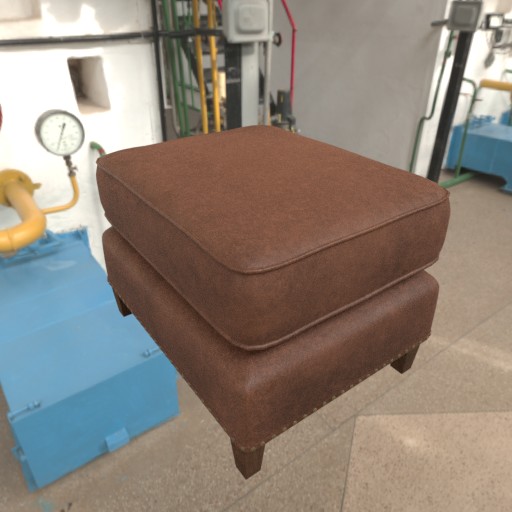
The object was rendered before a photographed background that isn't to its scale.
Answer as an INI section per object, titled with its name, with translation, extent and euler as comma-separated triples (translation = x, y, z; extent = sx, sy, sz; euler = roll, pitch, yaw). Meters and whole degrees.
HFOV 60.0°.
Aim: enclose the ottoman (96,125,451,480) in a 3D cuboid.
[ottoman]
translation = 0.000, 0.000, 1.144
extent = 0.589, 0.537, 0.738
euler = -20, 36, -30
